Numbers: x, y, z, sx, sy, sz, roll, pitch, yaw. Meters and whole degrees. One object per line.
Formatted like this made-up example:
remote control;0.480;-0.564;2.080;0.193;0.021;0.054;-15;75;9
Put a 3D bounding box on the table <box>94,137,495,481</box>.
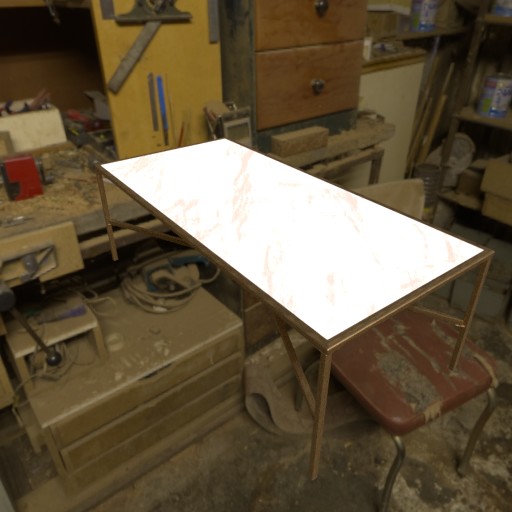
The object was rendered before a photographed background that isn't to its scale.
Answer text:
table;0.000;0.000;1.458;0.577;0.405;1.197;-21;37;-31
